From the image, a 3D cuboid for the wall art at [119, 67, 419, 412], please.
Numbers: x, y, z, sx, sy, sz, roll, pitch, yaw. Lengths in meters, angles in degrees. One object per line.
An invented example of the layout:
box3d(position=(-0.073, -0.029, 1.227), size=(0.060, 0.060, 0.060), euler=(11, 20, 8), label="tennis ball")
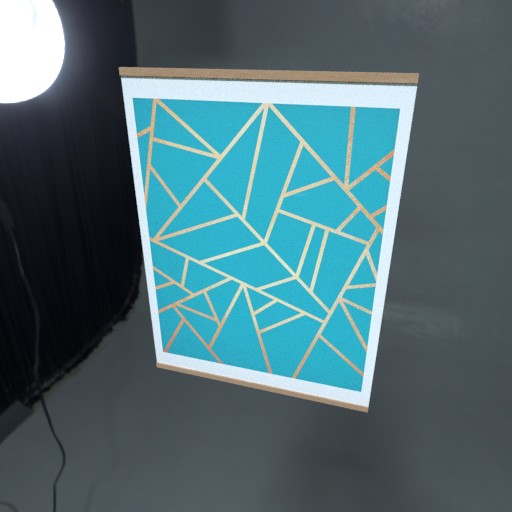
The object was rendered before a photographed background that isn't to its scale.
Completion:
box3d(position=(0.000, 0.000, 1.312), size=(0.758, 1.016, 0.013), euler=(8, 27, 15), label="wall art")
